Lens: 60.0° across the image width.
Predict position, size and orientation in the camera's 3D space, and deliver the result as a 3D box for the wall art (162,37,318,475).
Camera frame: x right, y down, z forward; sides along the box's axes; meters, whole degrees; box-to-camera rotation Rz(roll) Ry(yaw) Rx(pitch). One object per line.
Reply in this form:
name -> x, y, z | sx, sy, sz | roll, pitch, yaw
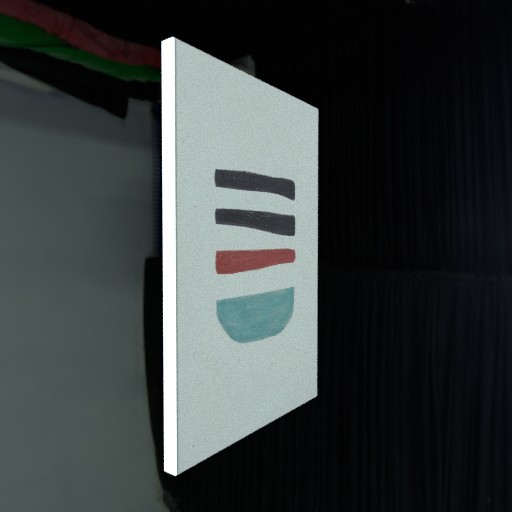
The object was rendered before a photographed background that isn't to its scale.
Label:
wall art -> 0.000, 0.000, 1.173 | 0.038, 0.912, 0.607 | 1, 2, 37
